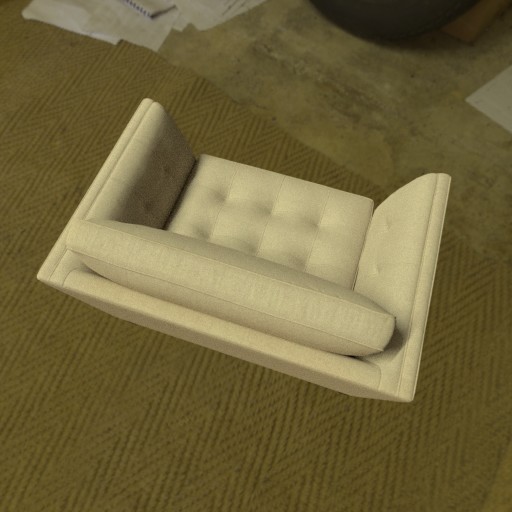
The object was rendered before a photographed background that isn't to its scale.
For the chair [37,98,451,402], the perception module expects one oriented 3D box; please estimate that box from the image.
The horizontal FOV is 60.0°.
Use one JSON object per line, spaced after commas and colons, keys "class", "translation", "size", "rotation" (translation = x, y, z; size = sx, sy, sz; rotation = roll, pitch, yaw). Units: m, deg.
{"class": "chair", "translation": [0.000, 0.000, 1.995], "size": [1.397, 0.940, 0.965], "rotation": [17, 64, 8]}
